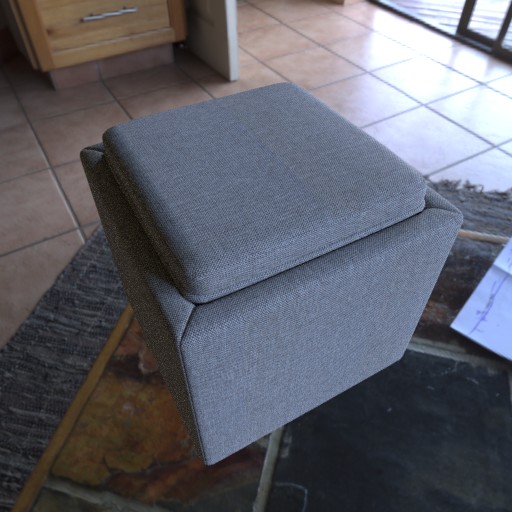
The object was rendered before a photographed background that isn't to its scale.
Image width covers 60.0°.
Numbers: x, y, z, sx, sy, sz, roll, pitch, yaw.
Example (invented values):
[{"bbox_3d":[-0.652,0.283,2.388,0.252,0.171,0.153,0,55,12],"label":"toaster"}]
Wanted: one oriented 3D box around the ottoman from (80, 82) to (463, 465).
[{"bbox_3d":[0.000,0.000,0.814,0.450,0.460,0.450,-22,50,-20],"label":"ottoman"}]
